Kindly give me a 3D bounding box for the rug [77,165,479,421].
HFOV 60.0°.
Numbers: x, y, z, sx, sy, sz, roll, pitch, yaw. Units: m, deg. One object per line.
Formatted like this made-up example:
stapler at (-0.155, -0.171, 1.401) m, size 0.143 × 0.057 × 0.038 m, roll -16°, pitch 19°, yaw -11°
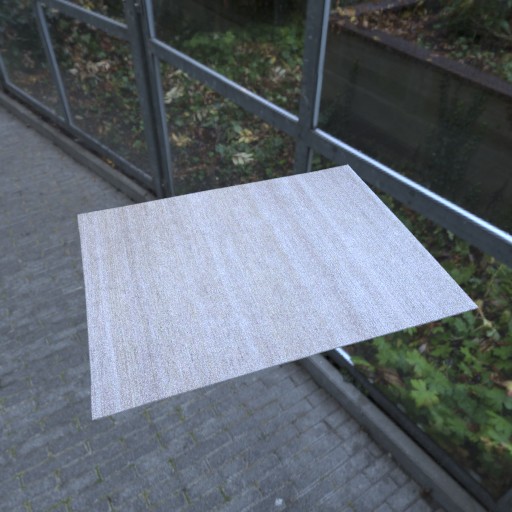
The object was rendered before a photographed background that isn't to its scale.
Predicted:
rug at (0.000, 0.000, 4.292) m, size 3.245 × 0.046 × 2.467 m, roll -13°, pitch 44°, yaw -13°
